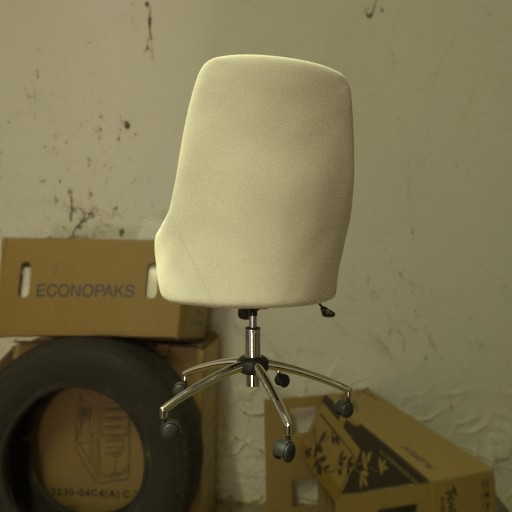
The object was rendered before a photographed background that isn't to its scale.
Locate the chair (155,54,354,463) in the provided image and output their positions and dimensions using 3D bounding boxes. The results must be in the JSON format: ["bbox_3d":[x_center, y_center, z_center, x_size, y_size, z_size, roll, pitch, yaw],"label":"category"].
[{"bbox_3d":[0.000,0.000,1.421,0.620,1.049,0.640,0,1,-18],"label":"chair"}]
